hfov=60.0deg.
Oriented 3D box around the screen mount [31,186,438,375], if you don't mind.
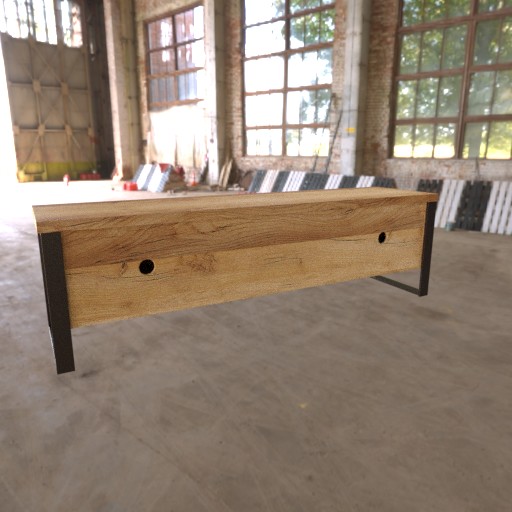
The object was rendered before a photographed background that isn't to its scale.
[{"bbox_3d":[0.000,0.000,1.741,1.524,0.450,0.395,-7,16,-27],"label":"screen mount"}]
